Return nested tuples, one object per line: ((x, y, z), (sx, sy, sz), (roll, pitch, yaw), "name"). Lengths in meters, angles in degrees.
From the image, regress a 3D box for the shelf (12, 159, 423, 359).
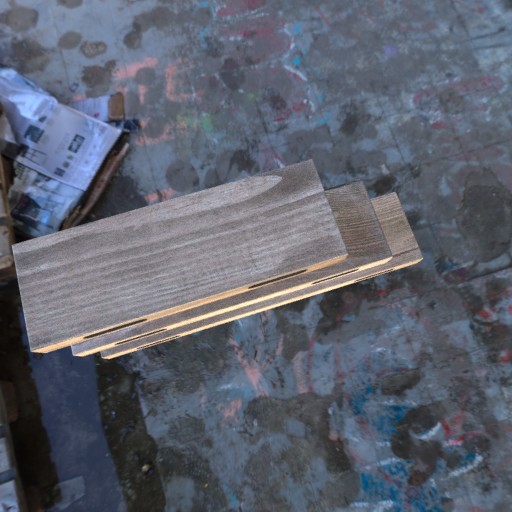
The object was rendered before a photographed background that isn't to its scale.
((0.000, 0.000, 0.712), (0.610, 0.293, 0.140), (-17, 76, -4), "shelf")
